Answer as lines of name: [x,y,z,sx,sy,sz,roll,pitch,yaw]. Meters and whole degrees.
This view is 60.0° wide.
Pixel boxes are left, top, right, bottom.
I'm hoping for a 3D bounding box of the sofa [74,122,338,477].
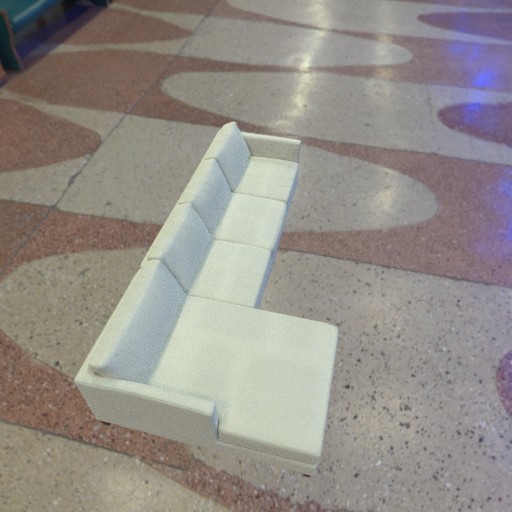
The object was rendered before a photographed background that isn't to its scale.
sofa: [0.000,0.000,3.915,1.625,0.861,3.186,10,47,10]
